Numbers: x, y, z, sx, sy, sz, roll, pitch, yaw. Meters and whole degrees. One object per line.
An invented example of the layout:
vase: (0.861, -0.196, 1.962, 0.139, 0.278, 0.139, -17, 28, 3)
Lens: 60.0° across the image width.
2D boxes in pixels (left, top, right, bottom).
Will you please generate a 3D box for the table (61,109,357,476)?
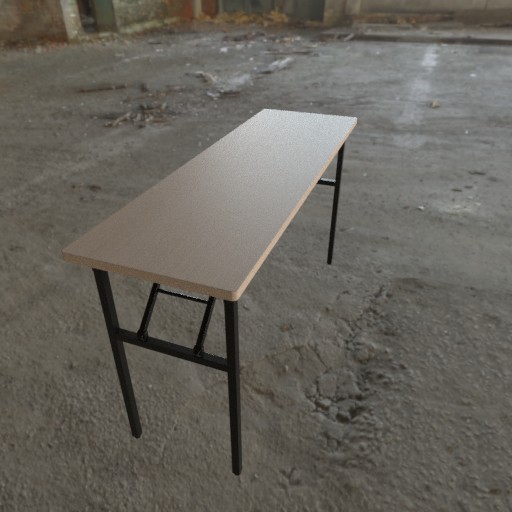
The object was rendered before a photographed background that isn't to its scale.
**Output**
table: (0.000, 0.000, 1.713, 0.447, 0.750, 1.397, 12, 34, 18)
